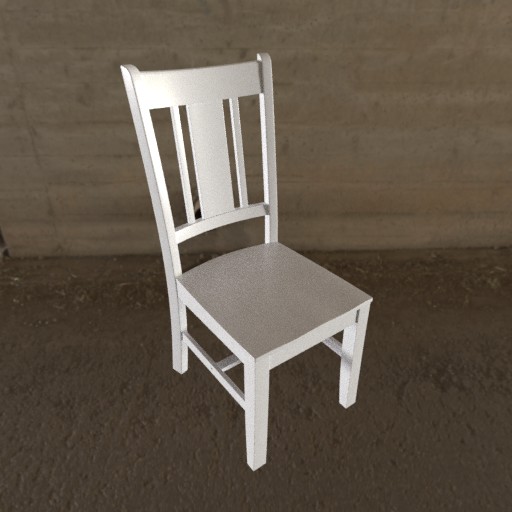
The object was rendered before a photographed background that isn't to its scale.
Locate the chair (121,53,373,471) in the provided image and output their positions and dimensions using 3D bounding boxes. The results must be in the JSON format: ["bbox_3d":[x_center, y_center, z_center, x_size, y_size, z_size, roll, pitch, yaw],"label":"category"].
[{"bbox_3d":[0.000,0.000,1.274,0.450,0.998,0.555,-21,36,-31],"label":"chair"}]
